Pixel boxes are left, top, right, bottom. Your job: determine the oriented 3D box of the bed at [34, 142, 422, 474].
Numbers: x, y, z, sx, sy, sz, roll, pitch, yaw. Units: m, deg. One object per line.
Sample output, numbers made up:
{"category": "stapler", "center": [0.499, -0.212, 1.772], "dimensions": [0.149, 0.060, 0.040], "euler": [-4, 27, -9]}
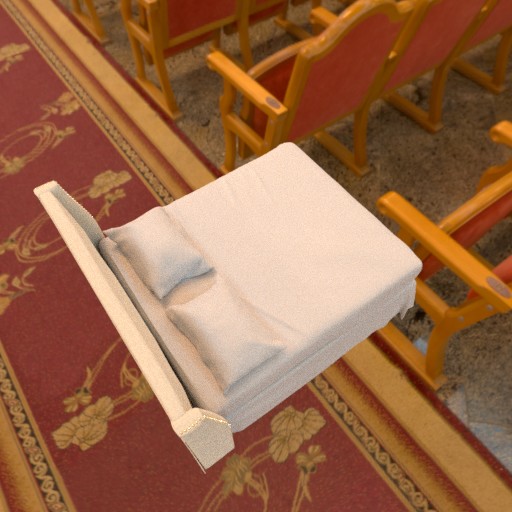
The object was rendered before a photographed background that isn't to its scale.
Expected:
{"category": "bed", "center": [0.000, 0.000, 3.389], "dimensions": [2.276, 1.332, 1.925], "euler": [-31, 63, -18]}
